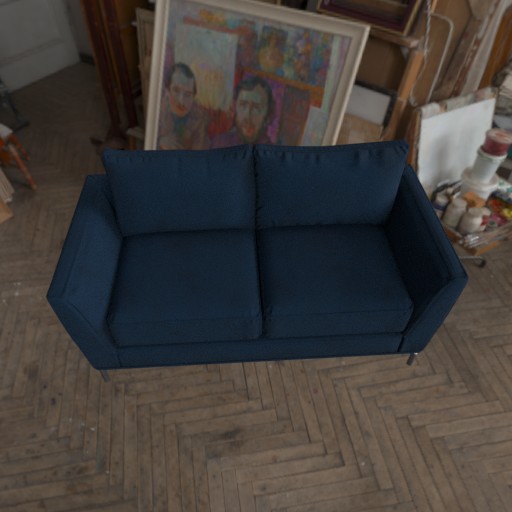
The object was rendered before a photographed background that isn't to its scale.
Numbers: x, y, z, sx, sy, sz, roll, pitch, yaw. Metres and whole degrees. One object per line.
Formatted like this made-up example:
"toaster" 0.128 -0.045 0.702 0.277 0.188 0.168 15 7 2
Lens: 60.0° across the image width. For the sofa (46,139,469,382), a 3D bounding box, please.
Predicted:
"sofa" 0.000 0.000 2.295 1.770 1.002 0.853 -3 47 -2
